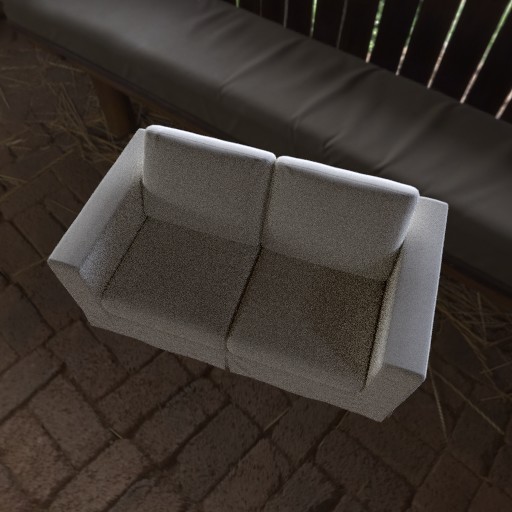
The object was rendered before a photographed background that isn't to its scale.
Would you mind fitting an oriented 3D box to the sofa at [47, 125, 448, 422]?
[{"bbox_3d":[0.000,0.000,2.384,1.813,0.932,1.009,16,59,10],"label":"sofa"}]
